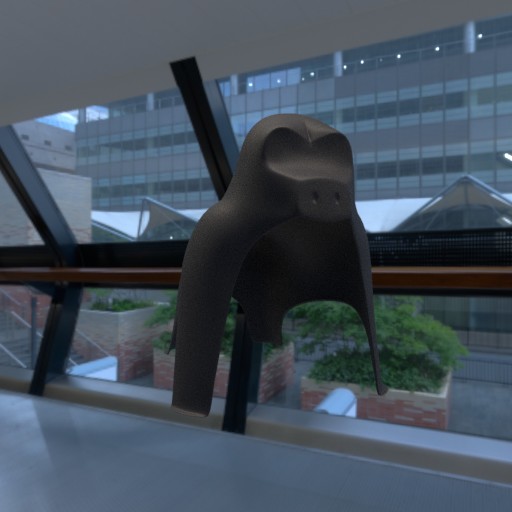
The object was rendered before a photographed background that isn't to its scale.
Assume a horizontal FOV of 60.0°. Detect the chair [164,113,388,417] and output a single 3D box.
[{"bbox_3d":[0.000,0.000,1.135,0.490,0.600,0.758,0,0,-19],"label":"chair"}]
